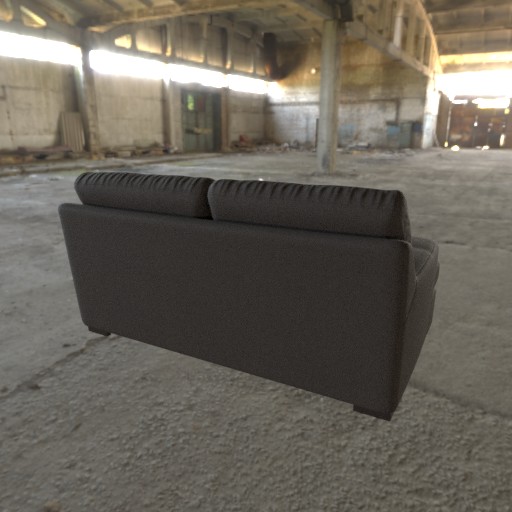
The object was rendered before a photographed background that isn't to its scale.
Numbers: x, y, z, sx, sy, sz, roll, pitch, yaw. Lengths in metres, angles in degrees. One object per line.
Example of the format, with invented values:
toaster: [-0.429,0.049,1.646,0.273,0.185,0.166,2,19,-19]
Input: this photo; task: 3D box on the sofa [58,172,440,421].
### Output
sofa: [0.000,0.000,2.492,1.880,0.940,1.143,9,18,28]
